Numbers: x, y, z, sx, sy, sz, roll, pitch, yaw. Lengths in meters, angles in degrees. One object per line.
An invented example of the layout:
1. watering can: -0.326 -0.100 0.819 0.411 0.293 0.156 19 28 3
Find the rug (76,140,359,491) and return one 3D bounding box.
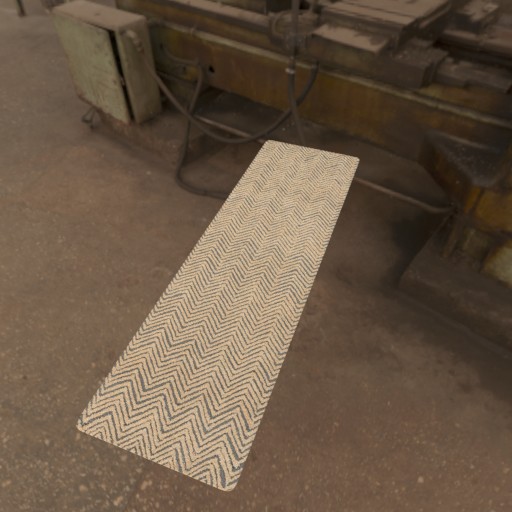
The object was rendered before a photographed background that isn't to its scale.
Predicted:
1. rug: 0.000 0.000 2.417 0.686 0.008 2.286 15 48 14
